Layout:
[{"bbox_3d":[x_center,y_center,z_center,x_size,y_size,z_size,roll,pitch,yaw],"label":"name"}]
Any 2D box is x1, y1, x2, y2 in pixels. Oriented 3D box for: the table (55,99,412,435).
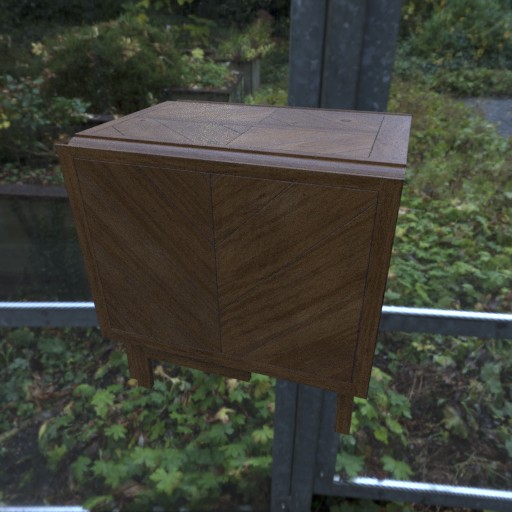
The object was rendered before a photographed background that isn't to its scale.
[{"bbox_3d":[0.000,0.000,1.309,0.746,0.763,0.591,9,30,16],"label":"table"}]
